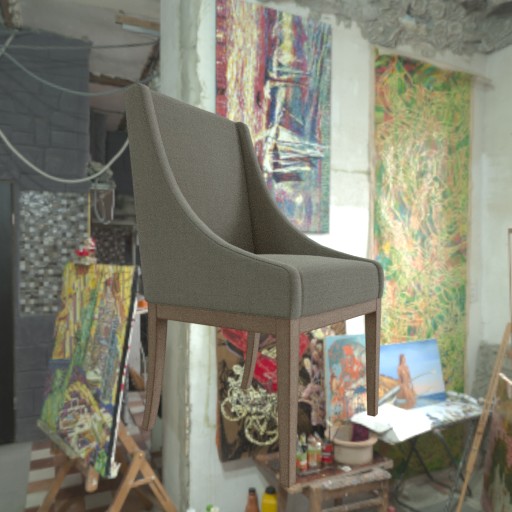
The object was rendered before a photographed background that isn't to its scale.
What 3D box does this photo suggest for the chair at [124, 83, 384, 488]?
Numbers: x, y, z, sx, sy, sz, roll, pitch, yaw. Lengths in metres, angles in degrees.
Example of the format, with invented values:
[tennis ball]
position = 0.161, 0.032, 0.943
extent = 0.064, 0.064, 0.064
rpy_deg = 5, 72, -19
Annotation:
[chair]
position = 0.000, 0.000, 1.368
extent = 0.611, 1.021, 0.575
rpy_deg = 1, 1, 36
